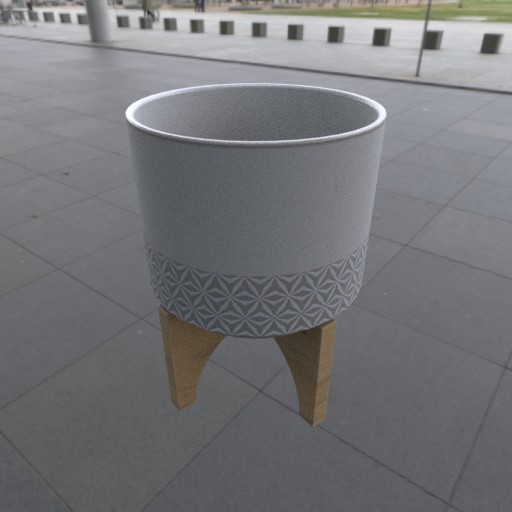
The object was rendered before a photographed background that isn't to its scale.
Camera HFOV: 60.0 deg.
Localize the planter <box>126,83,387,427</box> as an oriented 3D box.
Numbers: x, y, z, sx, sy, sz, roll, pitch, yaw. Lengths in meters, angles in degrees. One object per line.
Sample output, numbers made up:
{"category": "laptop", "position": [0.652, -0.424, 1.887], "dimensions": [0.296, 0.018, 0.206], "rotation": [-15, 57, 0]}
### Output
{"category": "planter", "position": [0.000, 0.000, 0.522], "dimensions": [0.249, 0.343, 0.249], "rotation": [0, 31, 0]}
